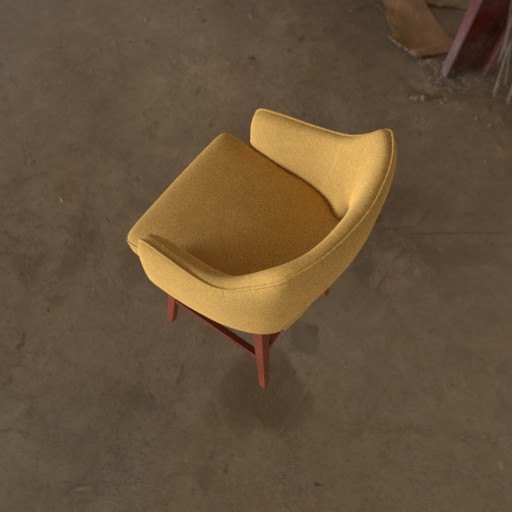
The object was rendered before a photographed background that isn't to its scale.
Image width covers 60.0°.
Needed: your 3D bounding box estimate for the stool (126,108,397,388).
[{"bbox_3d":[0.000,0.000,1.351,0.558,1.012,0.548,32,68,14],"label":"stool"}]
